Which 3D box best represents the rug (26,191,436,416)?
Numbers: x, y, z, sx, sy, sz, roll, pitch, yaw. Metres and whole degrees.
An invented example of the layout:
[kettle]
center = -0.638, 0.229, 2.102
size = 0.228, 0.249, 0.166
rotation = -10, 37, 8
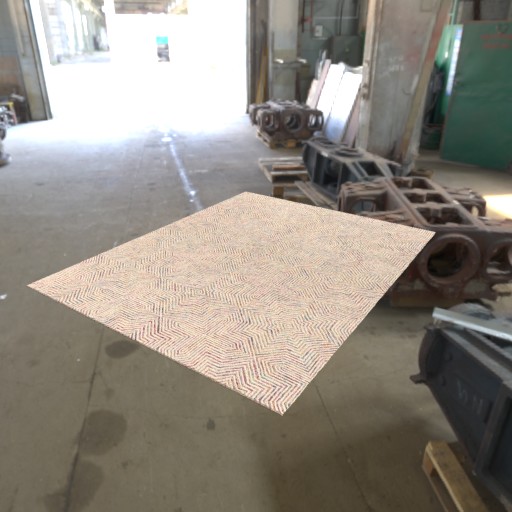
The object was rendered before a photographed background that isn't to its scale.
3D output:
[rug]
center = 0.000, 0.000, 4.106
size = 2.442, 0.008, 3.046
rotation = 17, 30, 31
